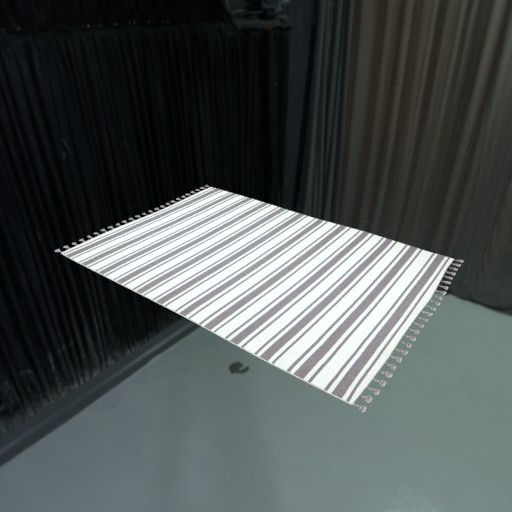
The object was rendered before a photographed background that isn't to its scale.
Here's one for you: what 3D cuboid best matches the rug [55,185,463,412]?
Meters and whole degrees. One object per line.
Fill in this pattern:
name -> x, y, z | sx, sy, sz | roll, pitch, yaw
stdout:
rug -> 0.000, 0.000, 3.908 | 3.040, 0.017, 2.030 | 21, 36, 31
